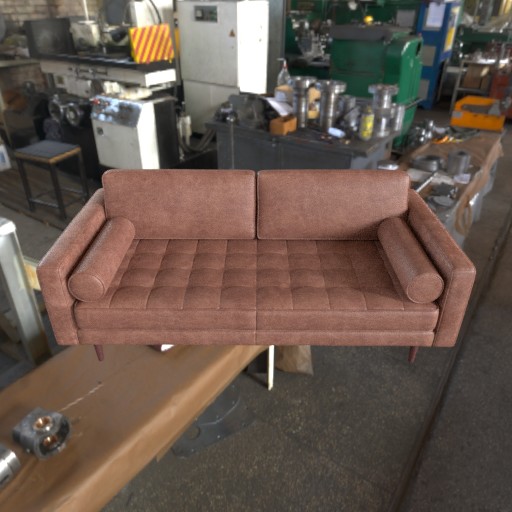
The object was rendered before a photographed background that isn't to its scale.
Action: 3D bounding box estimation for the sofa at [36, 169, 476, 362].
[{"bbox_3d":[0.000,0.000,2.305,1.870,0.760,0.910,0,31,0],"label":"sofa"}]
